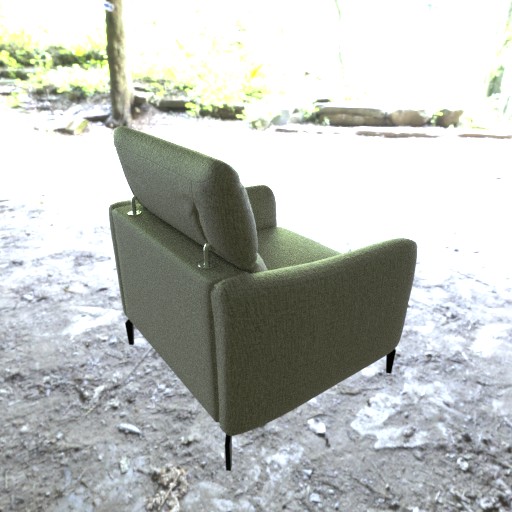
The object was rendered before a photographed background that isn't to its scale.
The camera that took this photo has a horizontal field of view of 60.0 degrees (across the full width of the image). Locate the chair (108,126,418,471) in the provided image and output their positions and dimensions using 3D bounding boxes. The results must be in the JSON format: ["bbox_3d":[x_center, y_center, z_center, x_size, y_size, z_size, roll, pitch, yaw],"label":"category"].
[{"bbox_3d":[0.000,0.000,1.718,0.835,0.967,0.972,-17,30,-32],"label":"chair"}]
